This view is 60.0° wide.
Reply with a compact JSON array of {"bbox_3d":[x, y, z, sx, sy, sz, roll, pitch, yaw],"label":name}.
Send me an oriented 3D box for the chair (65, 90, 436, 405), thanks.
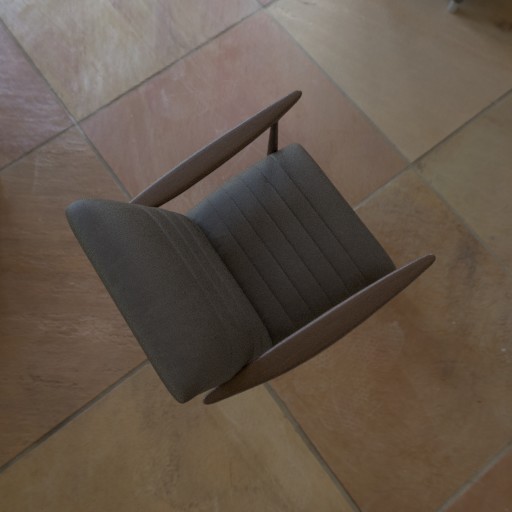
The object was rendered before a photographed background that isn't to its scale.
[{"bbox_3d":[0.000,0.000,1.469,0.798,0.831,0.741,-33,77,-9],"label":"chair"}]
